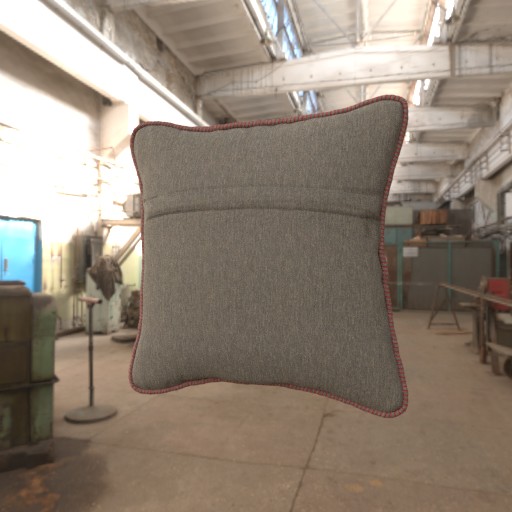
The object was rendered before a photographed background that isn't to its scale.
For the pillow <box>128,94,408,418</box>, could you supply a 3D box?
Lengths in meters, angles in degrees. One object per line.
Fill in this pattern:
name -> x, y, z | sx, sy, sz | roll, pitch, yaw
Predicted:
pillow -> 0.000, 0.000, 0.737 | 0.482, 0.491, 0.124 | 0, -1, 17
